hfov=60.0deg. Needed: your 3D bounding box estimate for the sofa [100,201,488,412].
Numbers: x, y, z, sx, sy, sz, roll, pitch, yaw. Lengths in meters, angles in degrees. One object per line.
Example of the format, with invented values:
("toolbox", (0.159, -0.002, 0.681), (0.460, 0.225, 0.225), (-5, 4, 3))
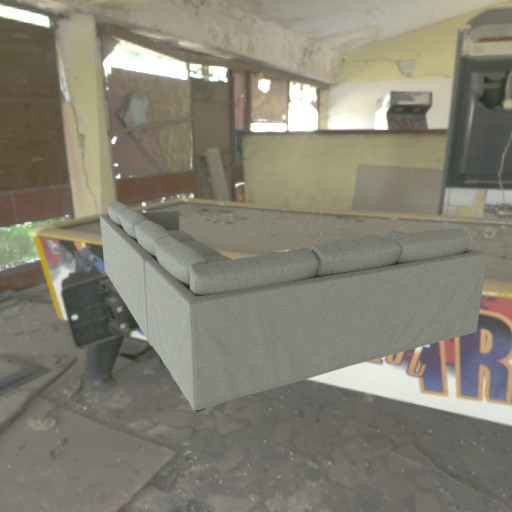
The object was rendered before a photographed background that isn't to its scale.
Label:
("sofa", (0.000, 0.000, 4.319), (2.432, 0.871, 3.182), (-7, 17, -26))
